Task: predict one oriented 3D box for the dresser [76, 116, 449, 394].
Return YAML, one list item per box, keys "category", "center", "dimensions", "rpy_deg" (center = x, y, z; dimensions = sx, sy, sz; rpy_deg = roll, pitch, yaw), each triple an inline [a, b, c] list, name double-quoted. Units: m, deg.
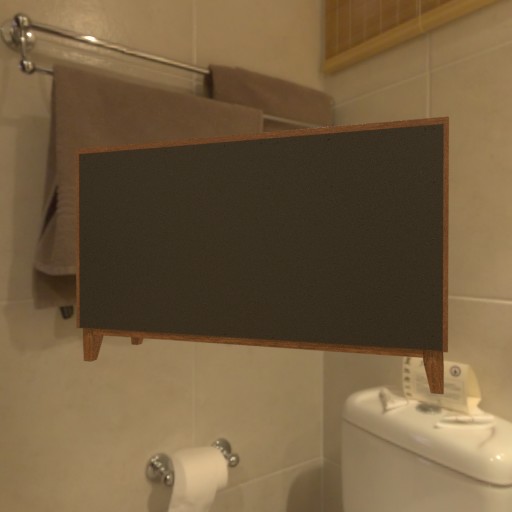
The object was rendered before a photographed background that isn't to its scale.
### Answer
- category: "dresser"
  center: [0.000, 0.000, 1.801]
  dimensions: [1.400, 0.873, 0.446]
  rpy_deg: [0, 1, 18]
